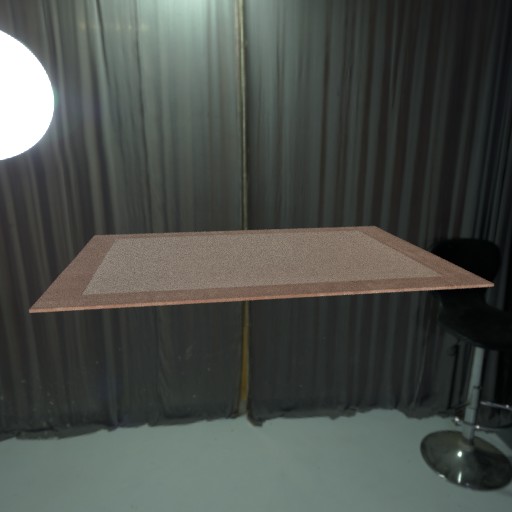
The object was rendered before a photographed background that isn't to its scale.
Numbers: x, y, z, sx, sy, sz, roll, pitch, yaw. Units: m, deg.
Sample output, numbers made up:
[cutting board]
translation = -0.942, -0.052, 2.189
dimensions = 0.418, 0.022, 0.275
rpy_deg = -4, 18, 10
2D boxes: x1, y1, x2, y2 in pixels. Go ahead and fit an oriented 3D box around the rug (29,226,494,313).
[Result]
[rug]
translation = 0.000, 0.000, 2.294
dimensions = 1.829, 0.014, 1.219
rpy_deg = -2, 16, -9
